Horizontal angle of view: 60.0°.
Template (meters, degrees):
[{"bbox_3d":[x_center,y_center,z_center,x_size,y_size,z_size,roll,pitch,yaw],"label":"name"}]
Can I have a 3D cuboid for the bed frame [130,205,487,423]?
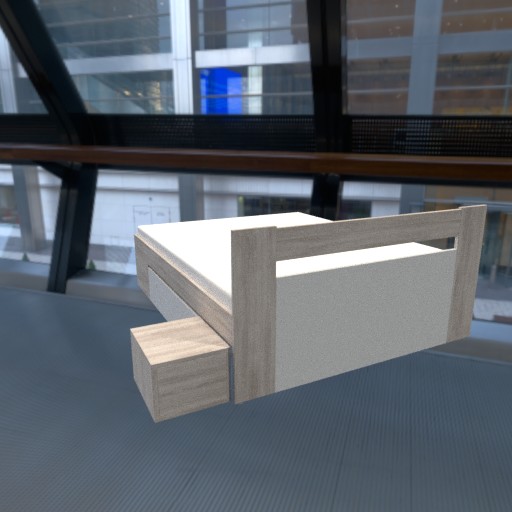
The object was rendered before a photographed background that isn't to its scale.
[{"bbox_3d":[0.000,0.000,3.177,2.040,0.860,2.050,-7,16,-26],"label":"bed frame"}]
